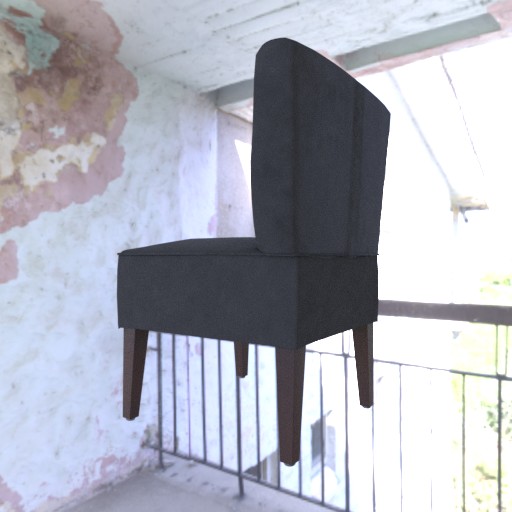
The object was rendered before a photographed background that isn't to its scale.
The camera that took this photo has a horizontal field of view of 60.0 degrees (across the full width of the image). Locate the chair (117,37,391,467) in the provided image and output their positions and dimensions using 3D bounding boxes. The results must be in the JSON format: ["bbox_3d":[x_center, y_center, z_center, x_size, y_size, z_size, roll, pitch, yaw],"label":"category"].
[{"bbox_3d":[0.000,0.000,1.142,0.554,0.806,0.521,0,0,36],"label":"chair"}]
